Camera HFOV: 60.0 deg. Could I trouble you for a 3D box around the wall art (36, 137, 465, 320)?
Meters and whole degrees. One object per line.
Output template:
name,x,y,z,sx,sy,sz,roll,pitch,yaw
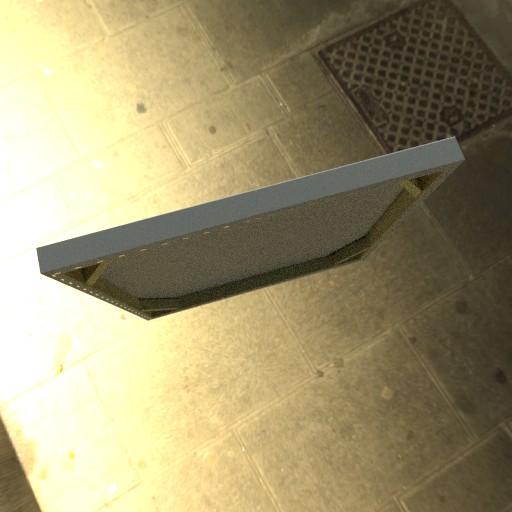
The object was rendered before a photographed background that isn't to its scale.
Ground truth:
wall art,0.000,0.000,0.912,0.610,0.610,0.038,-15,76,-4
